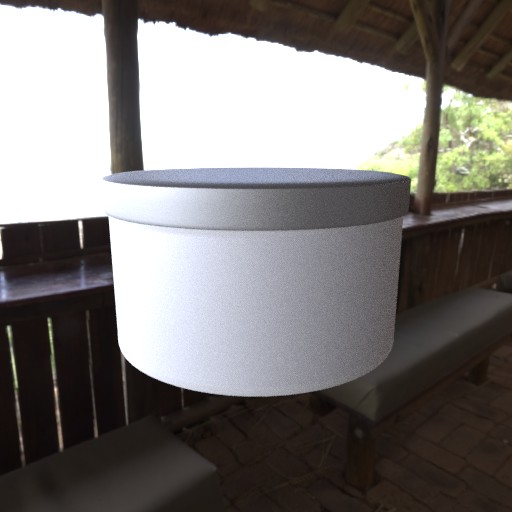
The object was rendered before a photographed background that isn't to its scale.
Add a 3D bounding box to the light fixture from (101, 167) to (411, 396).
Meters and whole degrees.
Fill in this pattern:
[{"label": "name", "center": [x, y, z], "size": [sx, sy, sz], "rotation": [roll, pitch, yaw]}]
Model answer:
[{"label": "light fixture", "center": [0.000, 0.000, 0.619], "size": [0.393, 0.229, 0.393], "rotation": [0, 14, 0]}]
